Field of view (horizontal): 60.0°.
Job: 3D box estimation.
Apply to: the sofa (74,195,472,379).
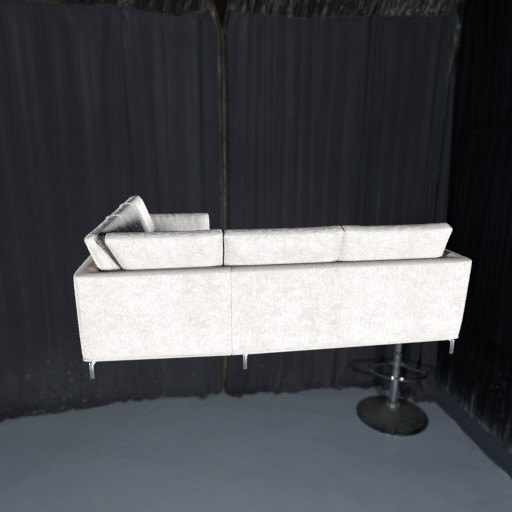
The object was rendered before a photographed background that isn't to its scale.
[{"bbox_3d":[0.000,0.000,3.789,2.438,0.864,2.438,-2,14,-9],"label":"sofa"}]
